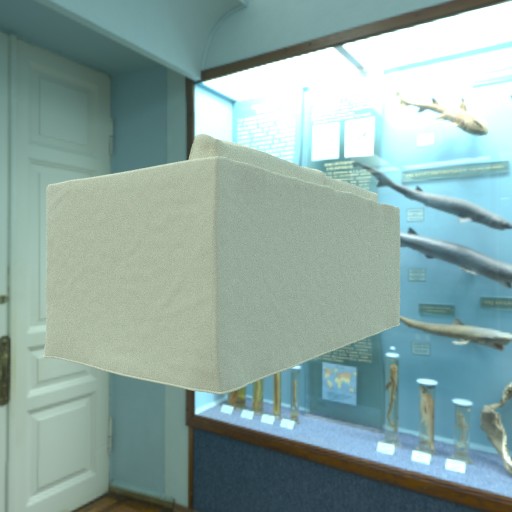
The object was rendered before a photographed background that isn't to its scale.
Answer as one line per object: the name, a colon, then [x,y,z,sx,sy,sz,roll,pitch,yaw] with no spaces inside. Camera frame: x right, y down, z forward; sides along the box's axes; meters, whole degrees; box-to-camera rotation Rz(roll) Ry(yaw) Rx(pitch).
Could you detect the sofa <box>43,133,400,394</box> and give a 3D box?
sofa: [0.000,0.000,2.262,0.962,0.834,1.746,0,0,35]
